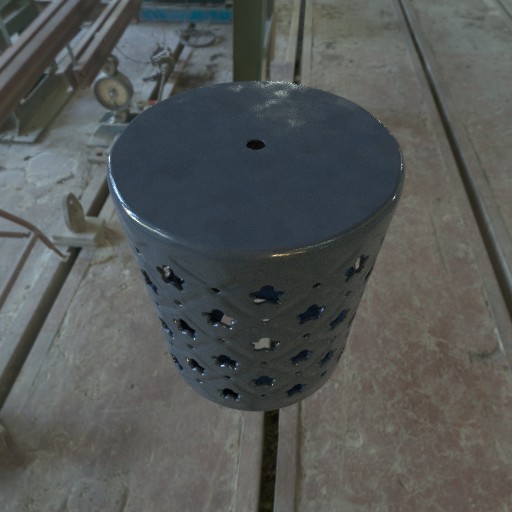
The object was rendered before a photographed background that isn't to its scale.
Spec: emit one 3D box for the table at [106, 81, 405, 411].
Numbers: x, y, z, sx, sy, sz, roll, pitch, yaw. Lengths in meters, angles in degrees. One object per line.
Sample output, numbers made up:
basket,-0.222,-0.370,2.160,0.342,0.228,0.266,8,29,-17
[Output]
table,0.000,0.000,0.663,0.352,0.387,0.352,0,47,0
